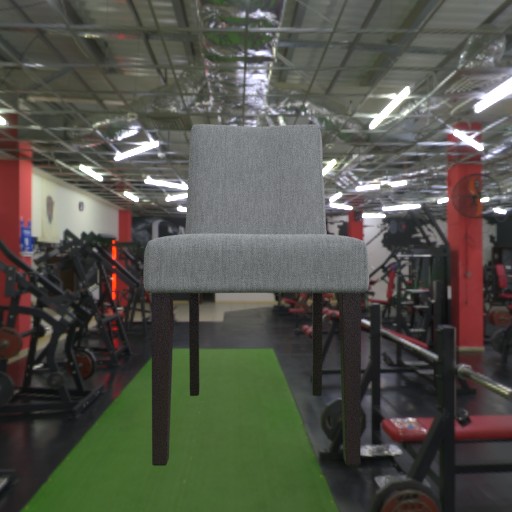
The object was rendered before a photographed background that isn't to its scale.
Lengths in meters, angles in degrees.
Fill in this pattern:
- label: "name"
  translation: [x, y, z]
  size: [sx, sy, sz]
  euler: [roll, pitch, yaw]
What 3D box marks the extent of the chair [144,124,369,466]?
- label: "chair"
  translation: [0.000, 0.000, 1.232]
  size: [0.487, 0.884, 0.629]
  euler: [0, 0, 0]
